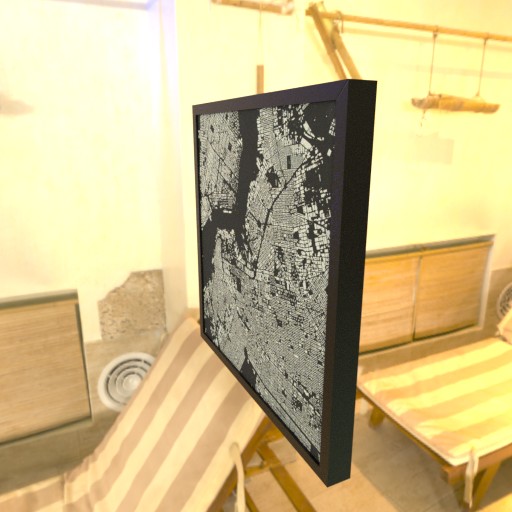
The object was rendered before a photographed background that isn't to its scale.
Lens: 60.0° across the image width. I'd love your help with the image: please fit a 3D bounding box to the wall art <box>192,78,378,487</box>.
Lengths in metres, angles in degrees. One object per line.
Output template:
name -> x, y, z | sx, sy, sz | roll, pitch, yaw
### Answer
wall art -> 0.000, 0.000, 0.746 | 0.038, 0.506, 0.506 | -7, 17, -25
